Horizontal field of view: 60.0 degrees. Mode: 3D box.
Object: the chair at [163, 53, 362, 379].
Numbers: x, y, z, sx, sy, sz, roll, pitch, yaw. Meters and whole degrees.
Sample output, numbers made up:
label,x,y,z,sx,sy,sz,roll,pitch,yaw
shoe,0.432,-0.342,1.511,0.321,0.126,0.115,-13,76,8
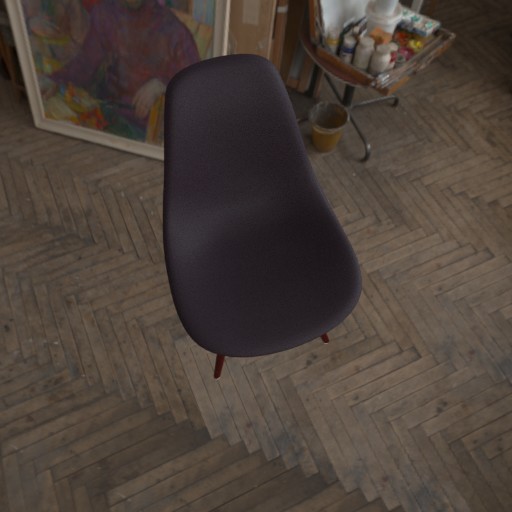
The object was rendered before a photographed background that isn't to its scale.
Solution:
label,x,y,z,sx,sy,sz,roll,pitch,yaw
chair,0.000,0.000,1.172,0.470,0.826,0.533,-16,64,-8
